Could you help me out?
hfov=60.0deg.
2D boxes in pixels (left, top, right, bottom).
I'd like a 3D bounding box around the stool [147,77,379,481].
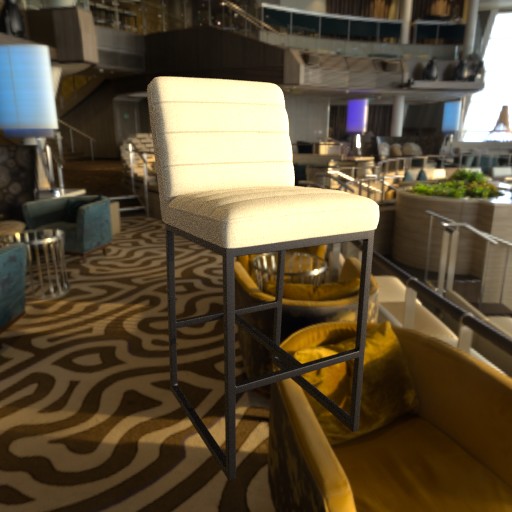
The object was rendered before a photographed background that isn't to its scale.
[{"bbox_3d":[0.000,0.000,1.335,0.460,1.040,0.560,-8,17,-27],"label":"stool"}]
